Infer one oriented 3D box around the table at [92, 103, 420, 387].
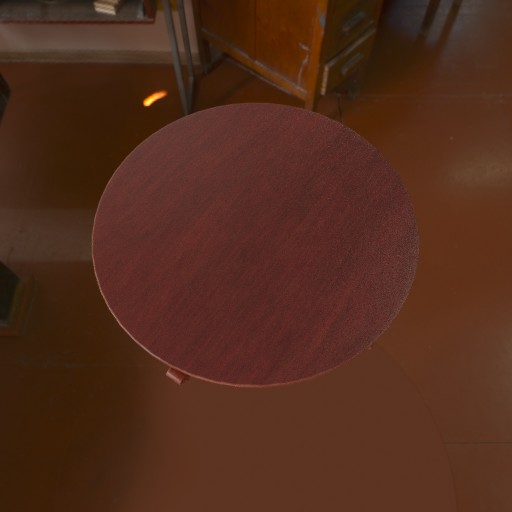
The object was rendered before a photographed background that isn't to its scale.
[{"bbox_3d":[0.000,0.000,1.617,1.029,0.486,1.029,0,63,0],"label":"table"}]
